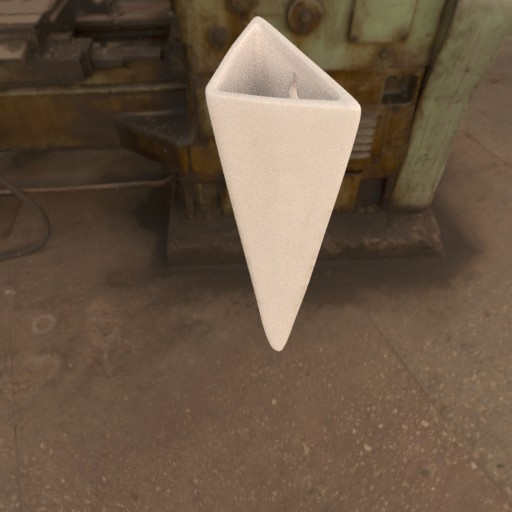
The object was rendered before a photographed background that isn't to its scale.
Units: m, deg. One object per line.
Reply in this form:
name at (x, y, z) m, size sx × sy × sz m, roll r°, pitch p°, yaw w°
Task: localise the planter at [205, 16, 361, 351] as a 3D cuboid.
planter at (0.000, 0.000, 0.386) m, size 0.065 × 0.338 × 0.143 m, roll -16°, pitch 49°, yaw -15°
